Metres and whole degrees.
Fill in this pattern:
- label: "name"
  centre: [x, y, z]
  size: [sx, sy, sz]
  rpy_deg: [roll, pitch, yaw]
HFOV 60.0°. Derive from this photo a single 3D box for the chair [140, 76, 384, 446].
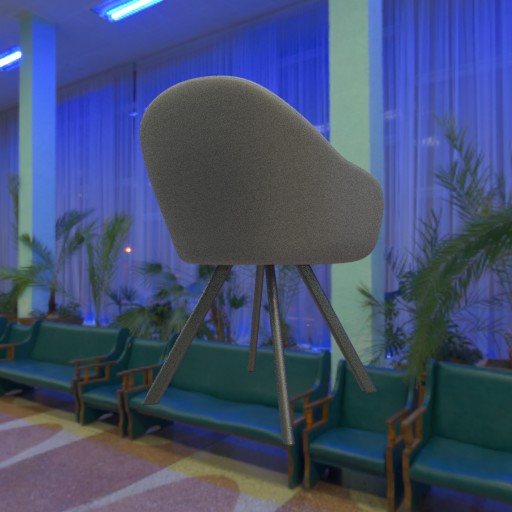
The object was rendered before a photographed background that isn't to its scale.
- label: "chair"
  centre: [0.000, 0.000, 1.198]
  size: [0.540, 0.780, 0.570]
  rpy_deg: [-1, -1, 36]
